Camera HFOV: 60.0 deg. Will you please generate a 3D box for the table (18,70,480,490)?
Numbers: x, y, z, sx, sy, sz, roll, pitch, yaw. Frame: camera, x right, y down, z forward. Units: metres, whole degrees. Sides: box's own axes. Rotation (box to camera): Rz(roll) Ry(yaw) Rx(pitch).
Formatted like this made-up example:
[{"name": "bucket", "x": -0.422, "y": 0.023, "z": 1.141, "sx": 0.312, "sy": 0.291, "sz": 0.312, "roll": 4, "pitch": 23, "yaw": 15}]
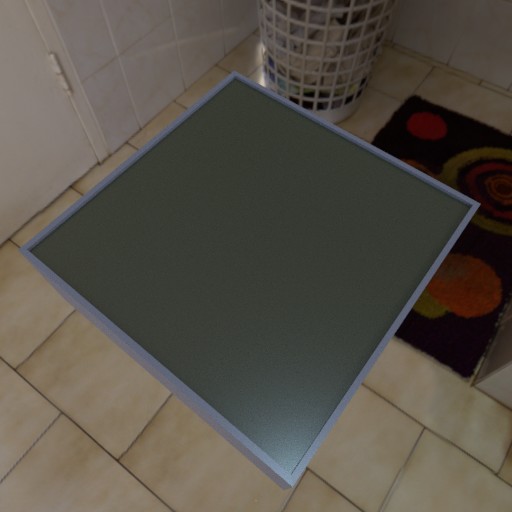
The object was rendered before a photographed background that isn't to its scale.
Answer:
[{"name": "table", "x": 0.000, "y": 0.000, "z": 1.209, "sx": 0.801, "sy": 0.299, "sz": 0.801, "roll": 35, "pitch": 67, "yaw": 17}]
